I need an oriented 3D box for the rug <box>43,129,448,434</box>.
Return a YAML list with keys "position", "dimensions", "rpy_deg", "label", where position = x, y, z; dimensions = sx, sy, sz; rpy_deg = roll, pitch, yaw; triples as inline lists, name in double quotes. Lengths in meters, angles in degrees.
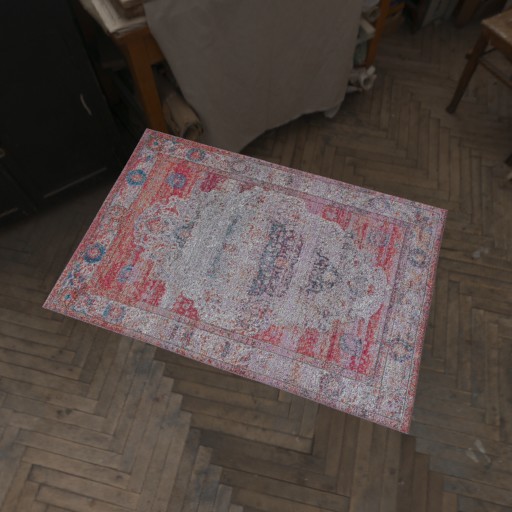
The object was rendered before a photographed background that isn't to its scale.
- position: [0.000, 0.000, 2.326]
  dimensions: [1.829, 0.006, 1.219]
  rpy_deg: [17, 65, 8]
  label: "rug"
